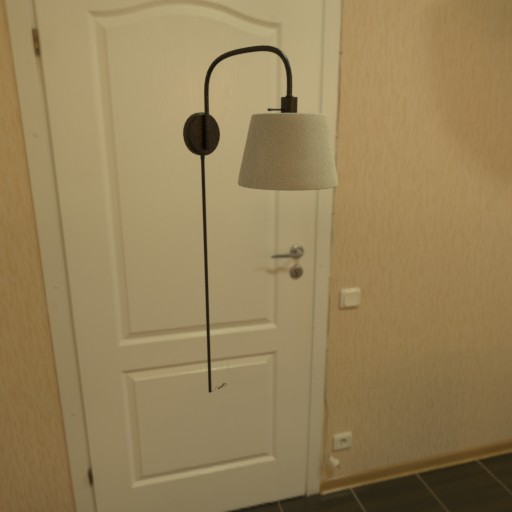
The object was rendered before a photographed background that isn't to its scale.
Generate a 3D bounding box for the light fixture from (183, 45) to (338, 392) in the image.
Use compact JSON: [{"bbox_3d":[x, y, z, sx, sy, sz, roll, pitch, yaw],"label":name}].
[{"bbox_3d":[0.000,0.000,0.459,0.092,0.399,0.176,-15,22,-42],"label":"light fixture"}]
